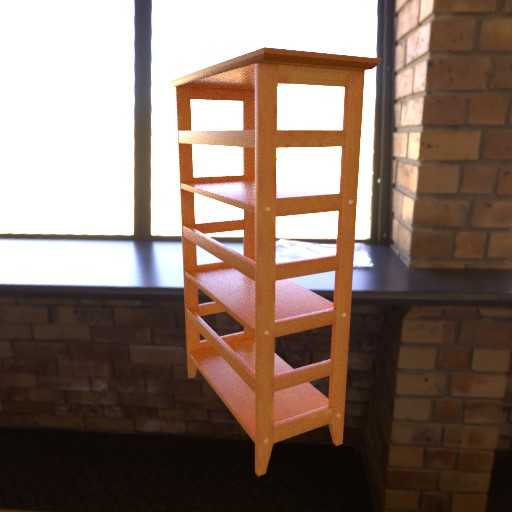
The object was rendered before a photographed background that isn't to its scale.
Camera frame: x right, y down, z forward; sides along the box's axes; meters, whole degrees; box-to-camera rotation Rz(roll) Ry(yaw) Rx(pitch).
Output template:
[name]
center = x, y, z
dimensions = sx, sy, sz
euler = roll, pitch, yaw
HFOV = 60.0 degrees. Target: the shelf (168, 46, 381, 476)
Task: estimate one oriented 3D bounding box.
[shelf]
center = 0.000, 0.000, 1.375
dimensions = 0.305, 1.067, 0.660
euler = -8, 17, -26
